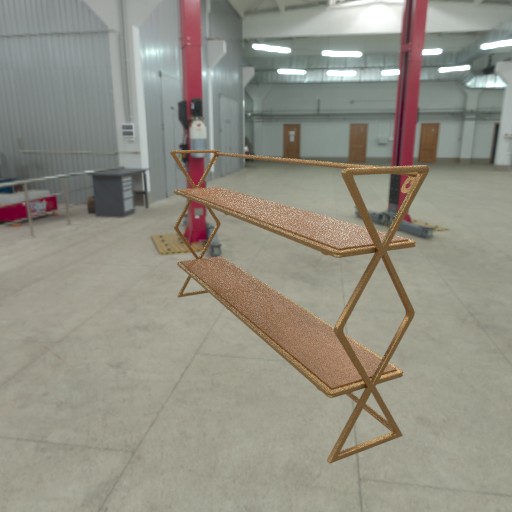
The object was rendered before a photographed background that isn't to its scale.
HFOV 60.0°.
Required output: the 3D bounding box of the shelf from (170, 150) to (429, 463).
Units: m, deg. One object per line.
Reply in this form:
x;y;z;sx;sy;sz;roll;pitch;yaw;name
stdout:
0.000;0.000;1.015;0.150;0.450;0.822;-7;17;-25;shelf
